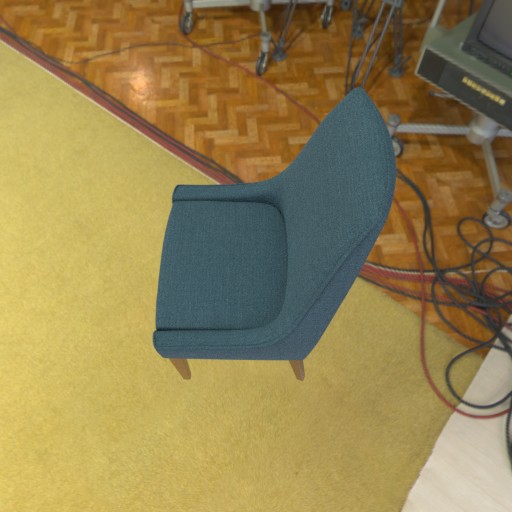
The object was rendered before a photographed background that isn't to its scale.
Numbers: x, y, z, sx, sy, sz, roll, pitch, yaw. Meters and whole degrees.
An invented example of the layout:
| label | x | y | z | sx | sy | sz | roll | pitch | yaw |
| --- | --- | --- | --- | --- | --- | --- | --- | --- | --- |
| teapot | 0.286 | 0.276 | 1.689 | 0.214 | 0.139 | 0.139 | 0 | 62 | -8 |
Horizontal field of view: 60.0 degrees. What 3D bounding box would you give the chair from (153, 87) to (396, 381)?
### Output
| label | x | y | z | sx | sy | sz | roll | pitch | yaw |
| --- | --- | --- | --- | --- | --- | --- | --- | --- | --- |
| chair | 0.000 | 0.000 | 1.228 | 0.544 | 0.861 | 0.529 | 1 | 60 | 0 |
